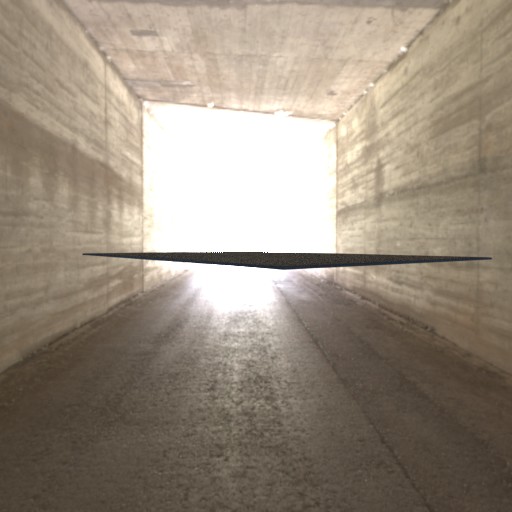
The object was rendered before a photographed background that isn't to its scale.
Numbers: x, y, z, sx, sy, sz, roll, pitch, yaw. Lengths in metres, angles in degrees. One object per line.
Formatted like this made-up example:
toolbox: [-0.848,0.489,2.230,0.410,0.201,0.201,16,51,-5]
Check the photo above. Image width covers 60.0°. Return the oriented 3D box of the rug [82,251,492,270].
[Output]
rug: [0.000,0.000,2.297,1.219,0.010,1.829,-1,2,-38]
